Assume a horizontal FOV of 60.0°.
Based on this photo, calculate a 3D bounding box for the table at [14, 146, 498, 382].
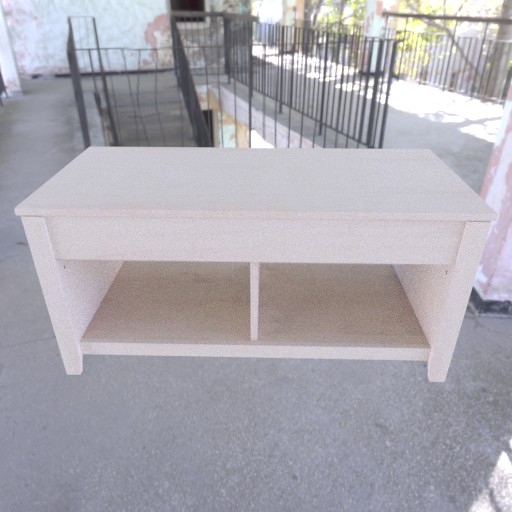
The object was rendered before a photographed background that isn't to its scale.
[{"bbox_3d":[0.000,0.000,1.247,1.016,0.483,0.457,1,30,1],"label":"table"}]
